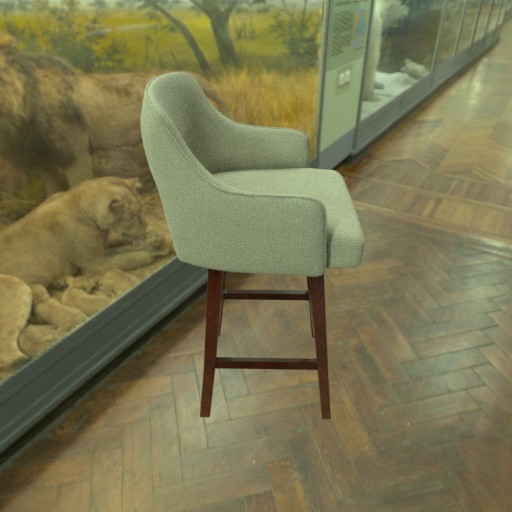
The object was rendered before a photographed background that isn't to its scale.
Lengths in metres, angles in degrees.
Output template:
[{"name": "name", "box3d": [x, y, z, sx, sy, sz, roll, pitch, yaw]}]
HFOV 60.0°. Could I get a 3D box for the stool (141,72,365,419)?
[{"name": "stool", "box3d": [0.000, 0.000, 1.393, 0.560, 1.041, 0.550, 1, 33, 1]}]
